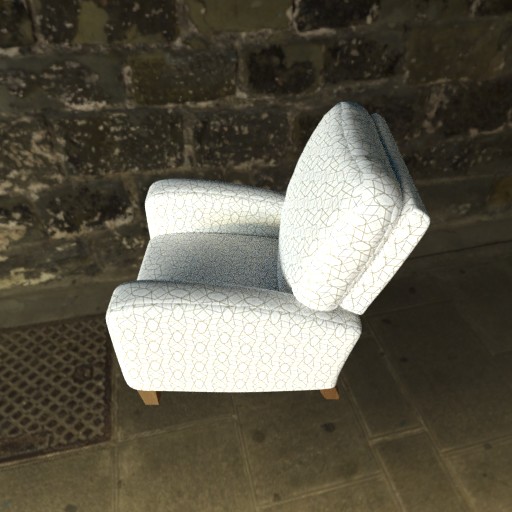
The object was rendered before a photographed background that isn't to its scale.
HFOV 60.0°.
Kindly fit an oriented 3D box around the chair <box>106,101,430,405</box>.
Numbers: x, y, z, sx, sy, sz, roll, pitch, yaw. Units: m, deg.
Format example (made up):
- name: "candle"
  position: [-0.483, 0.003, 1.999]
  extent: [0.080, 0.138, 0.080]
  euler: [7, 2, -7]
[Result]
- name: "chair"
  position: [0.000, 0.000, 1.768]
  extent: [0.995, 1.064, 0.796]
  euler: [1, 42, 1]
